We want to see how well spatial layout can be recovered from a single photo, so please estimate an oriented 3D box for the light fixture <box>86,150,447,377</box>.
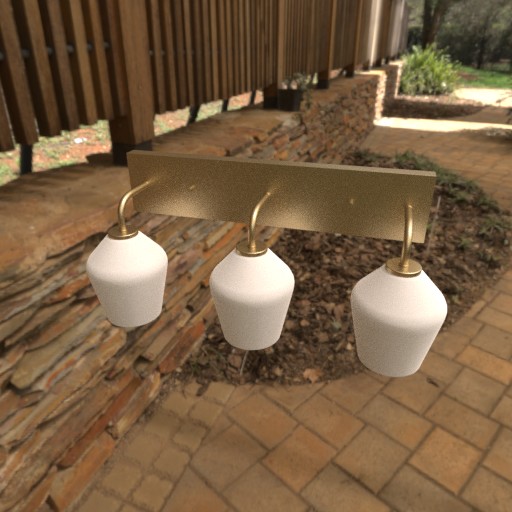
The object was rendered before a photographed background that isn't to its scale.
[{"bbox_3d":[0.000,0.000,0.745,0.609,0.280,0.190,7,27,14],"label":"light fixture"}]
